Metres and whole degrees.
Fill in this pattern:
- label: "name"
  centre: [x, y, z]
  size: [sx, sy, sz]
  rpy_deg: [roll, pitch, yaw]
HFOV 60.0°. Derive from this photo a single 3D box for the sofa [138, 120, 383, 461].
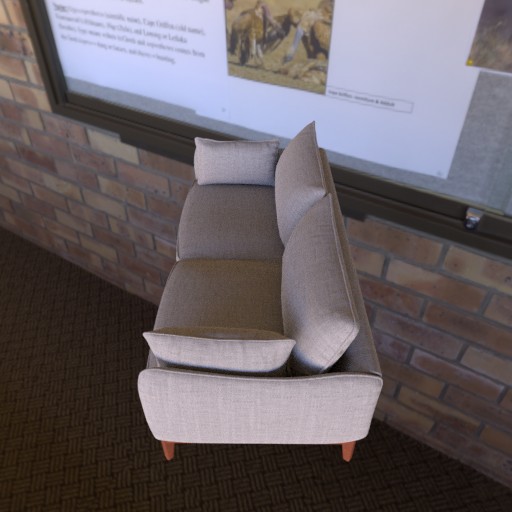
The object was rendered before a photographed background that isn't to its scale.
- label: "sofa"
  centre: [0.000, 0.000, 2.482]
  size: [0.972, 0.851, 1.989]
  rpy_deg: [0, 39, 0]
